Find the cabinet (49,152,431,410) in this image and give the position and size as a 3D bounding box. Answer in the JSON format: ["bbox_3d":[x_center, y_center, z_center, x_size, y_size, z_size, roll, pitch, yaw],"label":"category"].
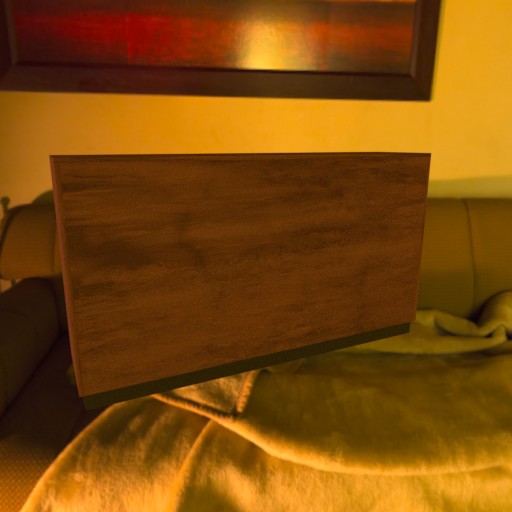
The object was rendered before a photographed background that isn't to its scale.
[{"bbox_3d":[0.000,0.000,2.003,1.600,0.900,0.420,-7,16,-25],"label":"cabinet"}]
